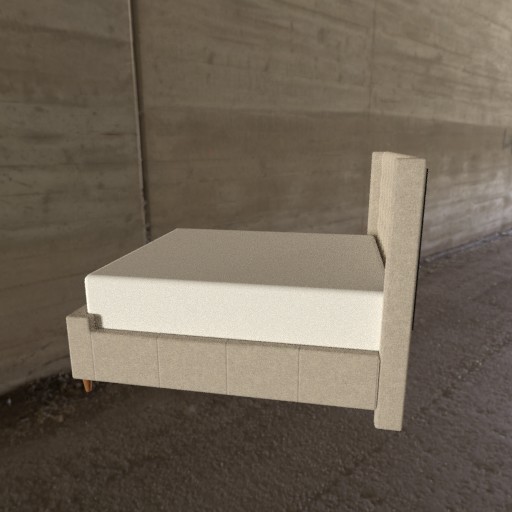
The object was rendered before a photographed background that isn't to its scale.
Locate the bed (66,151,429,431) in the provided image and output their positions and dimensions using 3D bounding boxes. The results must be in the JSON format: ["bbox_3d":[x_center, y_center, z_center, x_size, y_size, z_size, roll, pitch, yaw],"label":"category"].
[{"bbox_3d":[0.000,0.000,3.840,2.370,1.743,2.045,3,15,10],"label":"bed"}]
